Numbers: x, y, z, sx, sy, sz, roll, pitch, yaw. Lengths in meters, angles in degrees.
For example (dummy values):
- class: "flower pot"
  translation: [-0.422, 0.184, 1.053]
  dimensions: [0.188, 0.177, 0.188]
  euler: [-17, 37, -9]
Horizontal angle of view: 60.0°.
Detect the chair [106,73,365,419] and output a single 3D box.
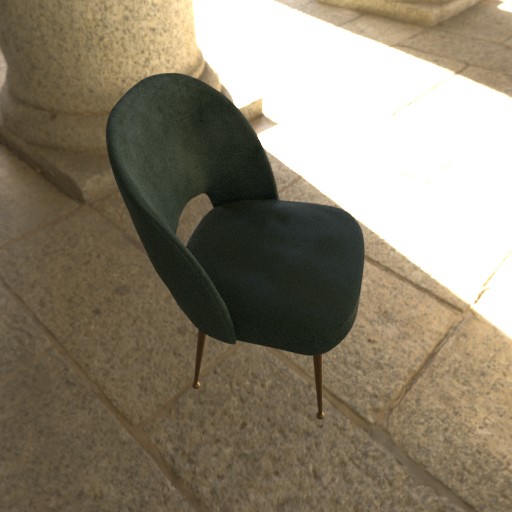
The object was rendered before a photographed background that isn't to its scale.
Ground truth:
- class: "chair"
  translation: [0.000, 0.000, 1.205]
  dimensions: [0.577, 0.860, 0.527]
  euler: [10, 46, 10]
